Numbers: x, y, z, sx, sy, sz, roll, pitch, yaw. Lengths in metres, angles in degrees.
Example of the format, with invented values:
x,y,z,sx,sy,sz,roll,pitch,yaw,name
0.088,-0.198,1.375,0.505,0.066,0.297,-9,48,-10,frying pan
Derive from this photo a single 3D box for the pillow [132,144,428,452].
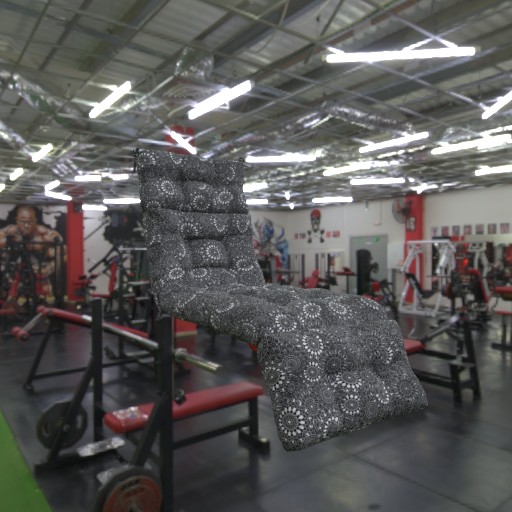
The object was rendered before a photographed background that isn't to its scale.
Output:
x,y,z,sx,sy,sz,roll,pitch,yaw,name
0.000,0.000,1.491,0.526,0.863,1.016,-1,1,-35,pillow
